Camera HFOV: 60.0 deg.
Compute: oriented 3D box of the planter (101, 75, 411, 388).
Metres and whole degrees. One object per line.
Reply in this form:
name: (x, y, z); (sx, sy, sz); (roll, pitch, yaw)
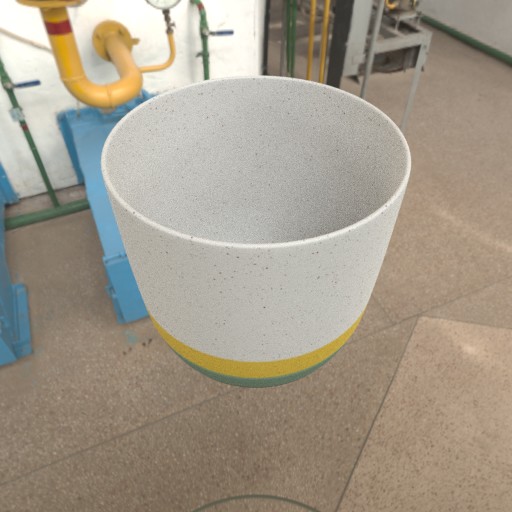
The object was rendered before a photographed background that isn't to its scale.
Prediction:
planter: (0.000, 0.000, 0.362); (0.195, 0.214, 0.195); (0, 46, 0)
